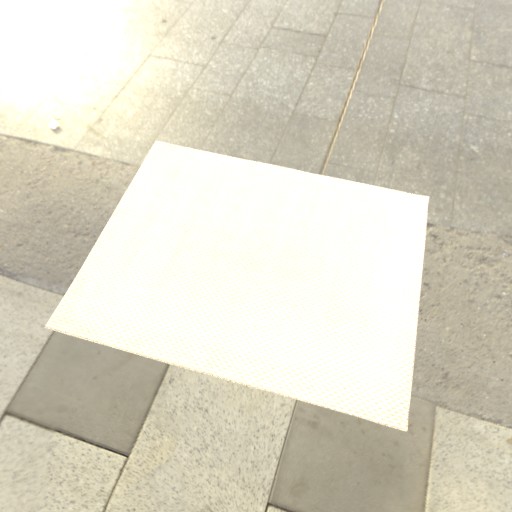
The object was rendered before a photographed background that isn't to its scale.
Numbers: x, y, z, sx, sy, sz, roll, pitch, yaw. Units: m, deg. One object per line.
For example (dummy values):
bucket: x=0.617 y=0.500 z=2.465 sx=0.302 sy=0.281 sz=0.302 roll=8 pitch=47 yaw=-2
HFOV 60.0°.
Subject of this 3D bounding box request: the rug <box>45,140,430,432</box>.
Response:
rug: x=0.000 y=0.000 z=3.961 sx=2.897 sy=0.035 sz=2.277 roll=13 pitch=58 yaw=9
